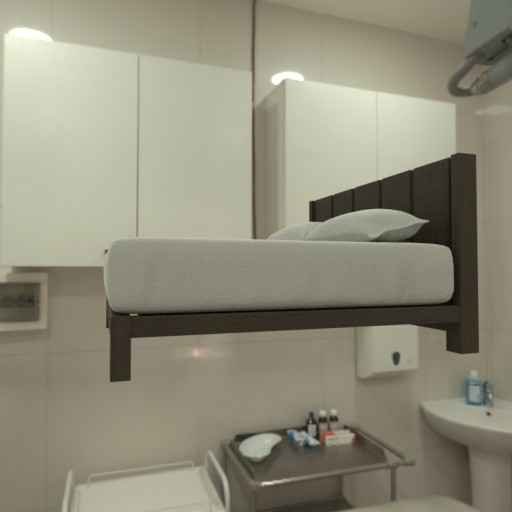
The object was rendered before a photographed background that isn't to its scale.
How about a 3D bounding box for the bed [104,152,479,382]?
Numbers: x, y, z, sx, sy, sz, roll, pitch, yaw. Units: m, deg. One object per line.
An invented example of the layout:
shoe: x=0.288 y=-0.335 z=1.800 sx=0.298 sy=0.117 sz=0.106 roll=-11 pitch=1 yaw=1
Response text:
bed: x=0.000 y=0.000 z=3.452 sx=2.238 sy=1.261 sz=2.143 roll=1 pitch=-2 yaw=-19
